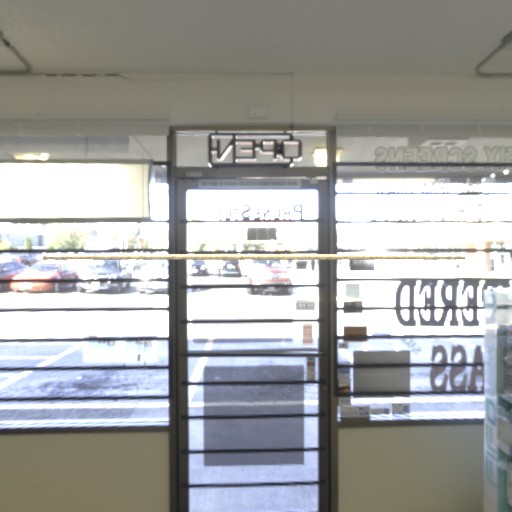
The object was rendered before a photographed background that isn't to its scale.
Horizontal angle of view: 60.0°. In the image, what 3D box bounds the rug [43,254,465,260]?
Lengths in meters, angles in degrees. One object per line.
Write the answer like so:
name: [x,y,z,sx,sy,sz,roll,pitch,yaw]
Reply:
rug: [0.000,0.000,4.058,2.449,0.025,3.049,0,0,1]
